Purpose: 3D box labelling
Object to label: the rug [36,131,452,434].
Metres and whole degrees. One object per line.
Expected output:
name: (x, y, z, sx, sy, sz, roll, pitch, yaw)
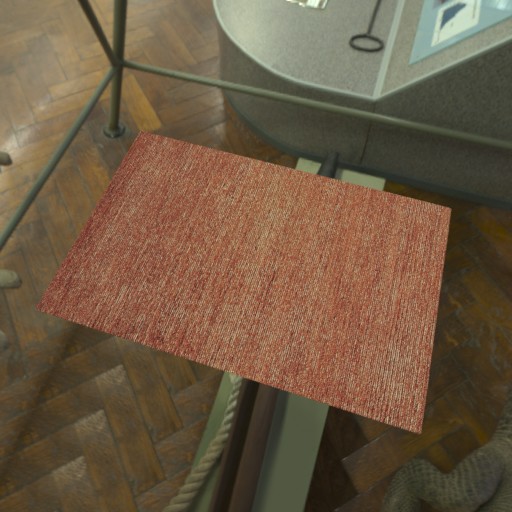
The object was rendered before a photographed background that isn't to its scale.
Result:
rug: (0.000, 0.000, 2.146, 1.747, 0.011, 1.139, 16, 63, 8)
